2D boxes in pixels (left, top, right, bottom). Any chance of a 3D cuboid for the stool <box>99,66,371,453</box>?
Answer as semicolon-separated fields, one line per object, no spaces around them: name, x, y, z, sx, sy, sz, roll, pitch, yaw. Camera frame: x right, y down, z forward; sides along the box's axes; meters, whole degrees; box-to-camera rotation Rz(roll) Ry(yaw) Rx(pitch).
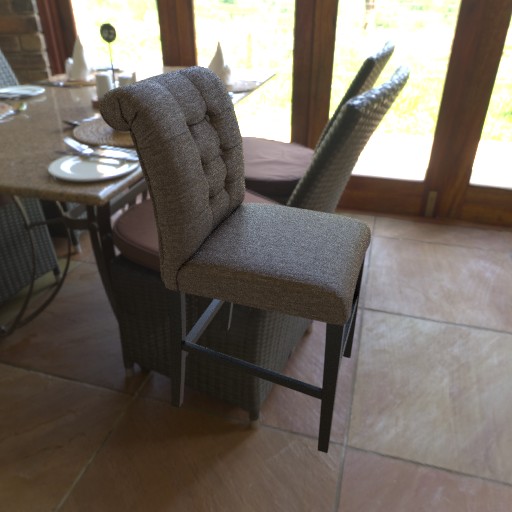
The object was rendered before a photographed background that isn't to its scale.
stool;0.000;0.000;1.298;0.611;0.970;0.457;10;32;17
